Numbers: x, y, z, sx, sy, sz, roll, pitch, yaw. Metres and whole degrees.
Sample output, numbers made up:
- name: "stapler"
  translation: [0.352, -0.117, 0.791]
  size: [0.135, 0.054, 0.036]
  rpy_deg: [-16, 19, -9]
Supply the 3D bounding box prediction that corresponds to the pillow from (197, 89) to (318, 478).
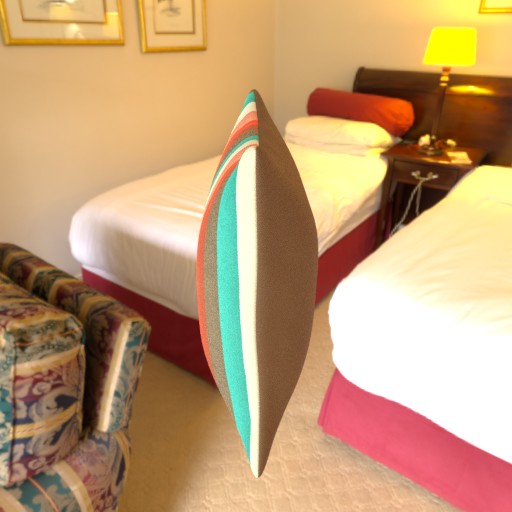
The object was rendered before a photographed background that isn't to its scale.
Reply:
- name: "pillow"
  translation: [0.000, 0.000, 0.691]
  size: [0.168, 0.443, 0.453]
  rpy_deg: [0, 27, 0]
